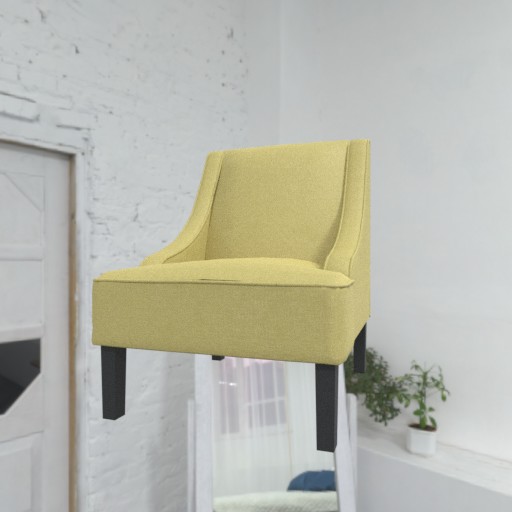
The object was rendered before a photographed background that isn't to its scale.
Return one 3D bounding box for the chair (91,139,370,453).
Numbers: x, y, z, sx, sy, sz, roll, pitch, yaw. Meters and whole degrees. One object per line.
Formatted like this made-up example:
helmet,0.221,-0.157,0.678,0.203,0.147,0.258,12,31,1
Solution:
chair,0.000,0.000,1.470,0.696,0.896,0.814,0,0,19
